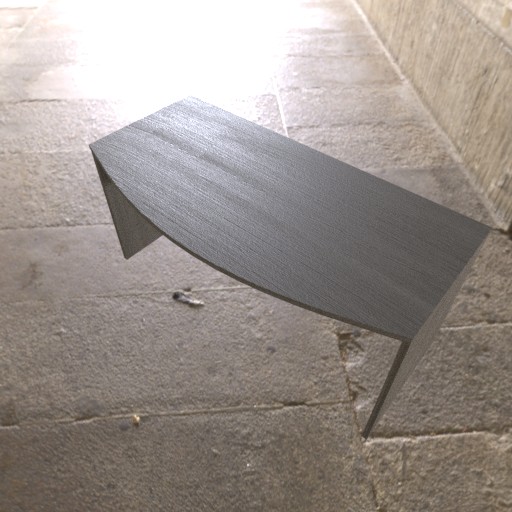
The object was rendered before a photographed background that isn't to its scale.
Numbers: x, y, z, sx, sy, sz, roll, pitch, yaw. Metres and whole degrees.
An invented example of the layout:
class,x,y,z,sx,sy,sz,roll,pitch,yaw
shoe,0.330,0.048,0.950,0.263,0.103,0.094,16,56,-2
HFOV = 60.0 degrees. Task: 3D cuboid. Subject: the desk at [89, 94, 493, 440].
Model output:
class,x,y,z,sx,sy,sz,roll,pitch,yaw
desk,0.000,0.000,2.046,1.600,0.750,0.802,32,54,27
